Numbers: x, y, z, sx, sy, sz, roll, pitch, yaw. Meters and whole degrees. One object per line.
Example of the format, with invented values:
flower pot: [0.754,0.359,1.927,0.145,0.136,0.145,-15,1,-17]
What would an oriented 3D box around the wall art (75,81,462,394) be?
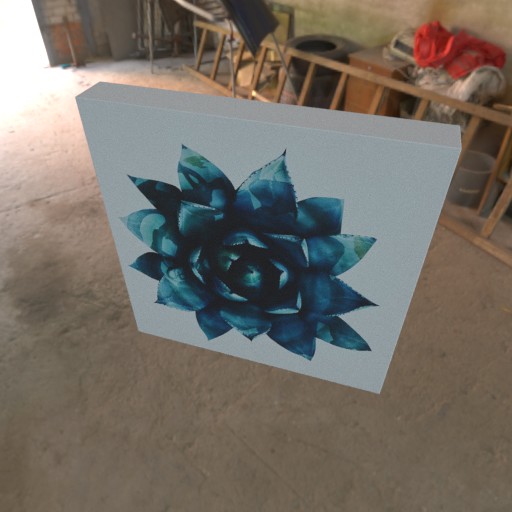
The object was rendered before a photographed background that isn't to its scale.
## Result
wall art: [0.000,0.000,0.449,0.305,0.305,0.038,12,43,13]
